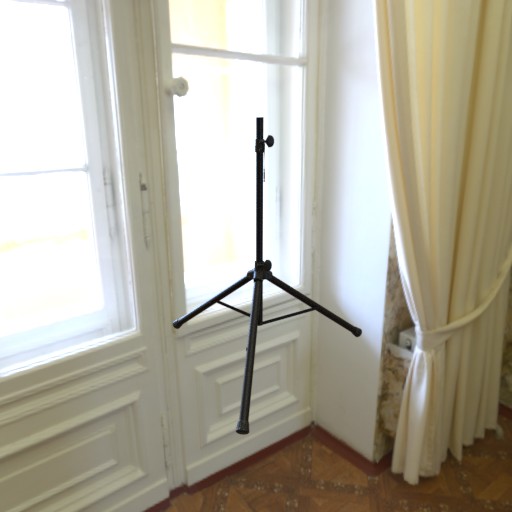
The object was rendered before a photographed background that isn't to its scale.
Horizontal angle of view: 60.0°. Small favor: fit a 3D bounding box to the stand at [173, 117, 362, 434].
[{"bbox_3d":[0.000,0.000,1.897,1.045,1.136,0.907,2,17,7],"label":"stand"}]
